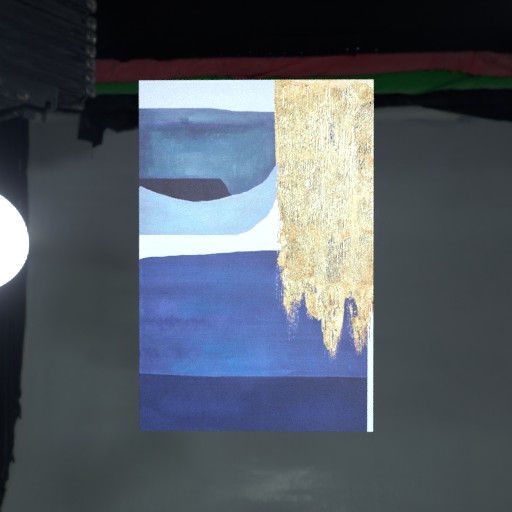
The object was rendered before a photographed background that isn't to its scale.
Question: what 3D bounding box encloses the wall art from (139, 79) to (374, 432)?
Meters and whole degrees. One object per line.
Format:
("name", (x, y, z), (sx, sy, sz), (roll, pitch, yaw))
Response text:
("wall art", (0.000, 0.000, 1.168), (0.607, 0.911, 0.039), (0, 0, 0))
